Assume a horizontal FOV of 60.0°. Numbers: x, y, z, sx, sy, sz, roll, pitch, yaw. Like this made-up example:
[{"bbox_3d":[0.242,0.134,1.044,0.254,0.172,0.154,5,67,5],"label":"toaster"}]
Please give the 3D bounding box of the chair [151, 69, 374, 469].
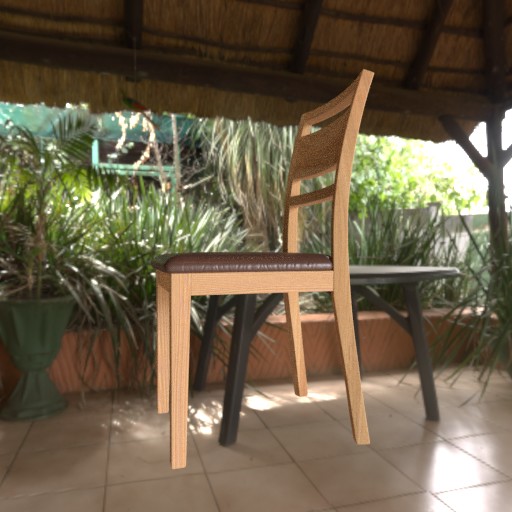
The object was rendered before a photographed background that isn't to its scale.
[{"bbox_3d":[0.000,0.000,1.234,0.545,0.940,0.420,0,1,-17],"label":"chair"}]
